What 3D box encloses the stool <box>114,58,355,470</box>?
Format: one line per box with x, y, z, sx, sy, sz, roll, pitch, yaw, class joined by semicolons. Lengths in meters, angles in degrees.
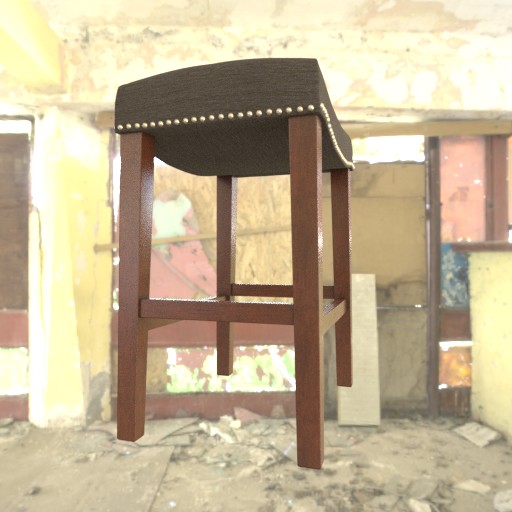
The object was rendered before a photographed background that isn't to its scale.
0.000;0.000;0.957;0.372;0.654;0.504;0;0;18;stool
